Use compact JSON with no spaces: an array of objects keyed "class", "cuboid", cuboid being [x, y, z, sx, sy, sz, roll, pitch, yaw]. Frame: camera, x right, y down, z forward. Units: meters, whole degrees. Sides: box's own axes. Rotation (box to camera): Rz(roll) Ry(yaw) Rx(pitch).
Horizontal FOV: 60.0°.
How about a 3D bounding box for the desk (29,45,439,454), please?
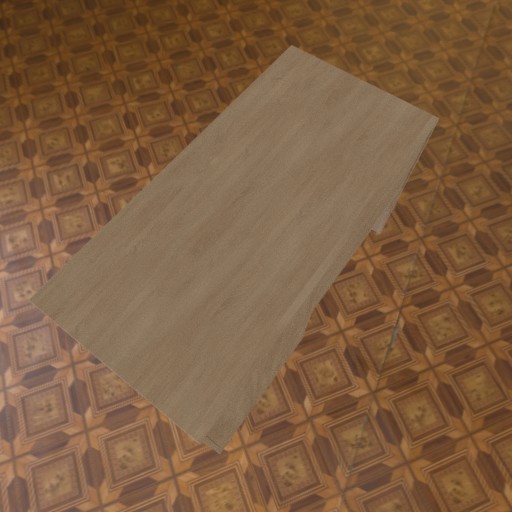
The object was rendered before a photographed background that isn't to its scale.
[{"class":"desk","cuboid":[0.000,0.000,1.682,0.600,0.770,1.251,34,68,15]}]
